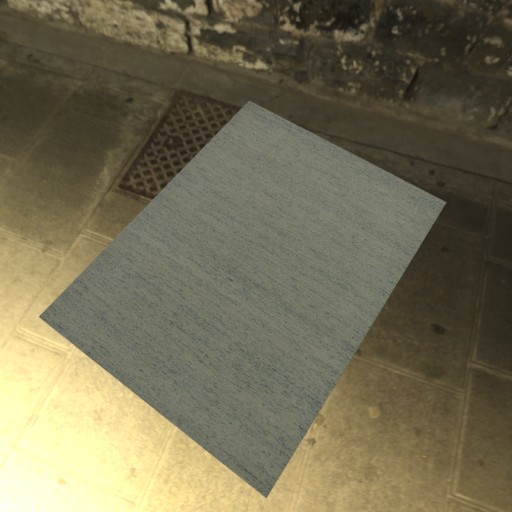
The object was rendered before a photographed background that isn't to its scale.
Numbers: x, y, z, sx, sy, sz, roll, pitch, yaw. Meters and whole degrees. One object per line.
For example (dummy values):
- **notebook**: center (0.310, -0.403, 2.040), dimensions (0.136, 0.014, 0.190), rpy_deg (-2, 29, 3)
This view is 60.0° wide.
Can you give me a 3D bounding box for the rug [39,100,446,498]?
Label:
- **rug**: center (0.000, 0.000, 4.184), dimensions (2.438, 0.006, 3.197), rpy_deg (32, 67, 15)
